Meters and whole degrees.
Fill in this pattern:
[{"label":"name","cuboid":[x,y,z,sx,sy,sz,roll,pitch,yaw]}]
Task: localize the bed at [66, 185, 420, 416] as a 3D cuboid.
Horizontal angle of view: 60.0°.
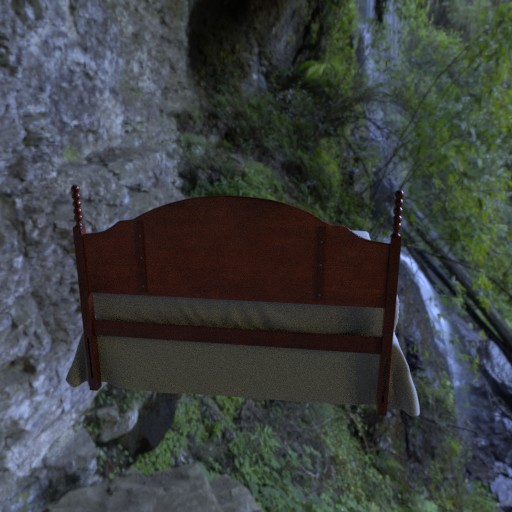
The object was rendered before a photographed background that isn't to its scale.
[{"label":"bed","cuboid":[0.000,0.000,3.690,2.322,1.355,2.219,2,15,8]}]
